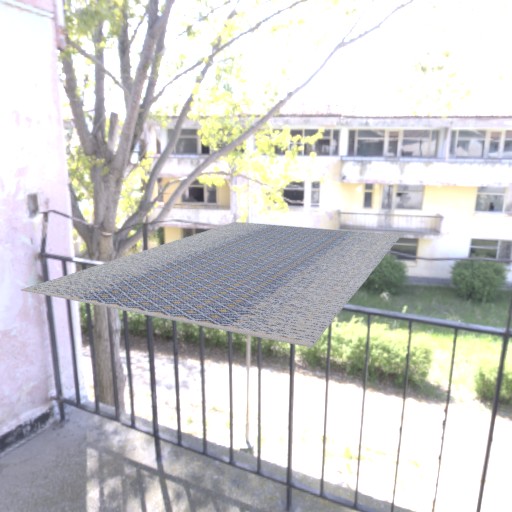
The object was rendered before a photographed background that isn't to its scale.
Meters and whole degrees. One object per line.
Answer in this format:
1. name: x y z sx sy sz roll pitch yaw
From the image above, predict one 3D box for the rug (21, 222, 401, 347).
1. rug: 0.000 0.000 2.321 1.219 0.005 1.828 6 15 25
